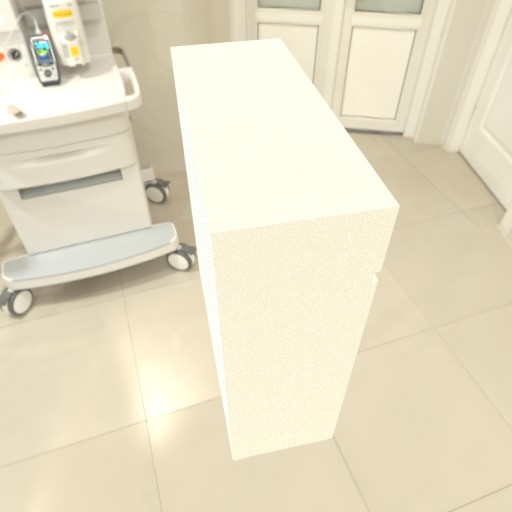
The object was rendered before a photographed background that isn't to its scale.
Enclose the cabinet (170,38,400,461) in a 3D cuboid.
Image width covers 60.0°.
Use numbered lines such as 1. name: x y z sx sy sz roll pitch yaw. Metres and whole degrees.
1. cabinet: 0.000 0.000 1.666 0.400 1.190 1.000 -9 46 -9
